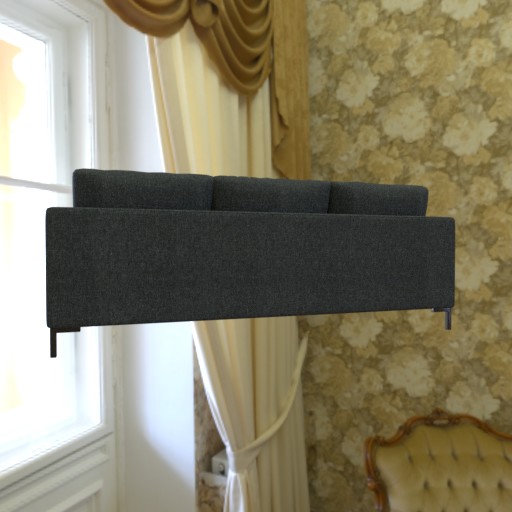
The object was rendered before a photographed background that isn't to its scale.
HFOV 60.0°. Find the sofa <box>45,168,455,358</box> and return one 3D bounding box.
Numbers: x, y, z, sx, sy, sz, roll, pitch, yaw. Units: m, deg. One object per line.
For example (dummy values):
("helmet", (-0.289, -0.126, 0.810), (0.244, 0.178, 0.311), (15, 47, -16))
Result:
("sofa", (0.000, 0.000, 2.676), (2.218, 0.874, 0.859), (0, 1, -18))
